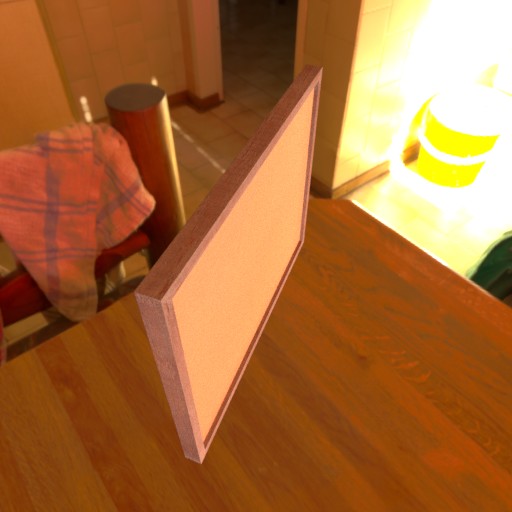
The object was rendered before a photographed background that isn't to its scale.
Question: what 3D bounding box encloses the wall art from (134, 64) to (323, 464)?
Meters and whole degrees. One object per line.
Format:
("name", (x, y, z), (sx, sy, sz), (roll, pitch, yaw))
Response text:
("wall art", (0.000, 0.000, 1.779), (0.070, 1.009, 1.320), (16, 48, 15))
